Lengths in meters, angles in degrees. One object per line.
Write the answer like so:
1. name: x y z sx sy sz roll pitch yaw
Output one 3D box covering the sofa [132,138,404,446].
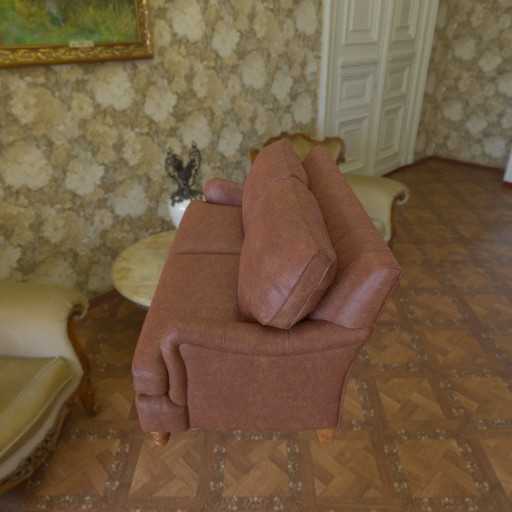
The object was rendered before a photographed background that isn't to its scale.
1. sofa: 0.000 0.000 2.823 1.147 1.071 2.144 0 27 -1
